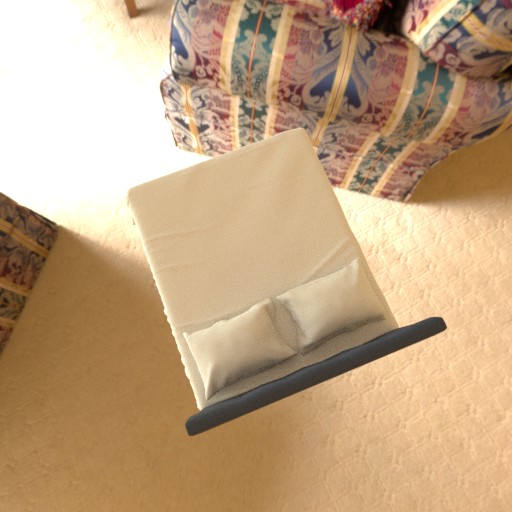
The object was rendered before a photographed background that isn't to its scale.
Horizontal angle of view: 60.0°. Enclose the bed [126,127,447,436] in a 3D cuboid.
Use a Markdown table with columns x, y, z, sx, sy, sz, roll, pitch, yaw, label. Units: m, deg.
| x | y | z | sx | sy | sz | roll | pitch | yaw | label |
| --- | --- | --- | --- | --- | --- | --- | --- | --- | --- |
| 0.000 | 0.000 | 3.525 | 1.936 | 1.577 | 2.222 | -21 | 76 | -5 | bed |
